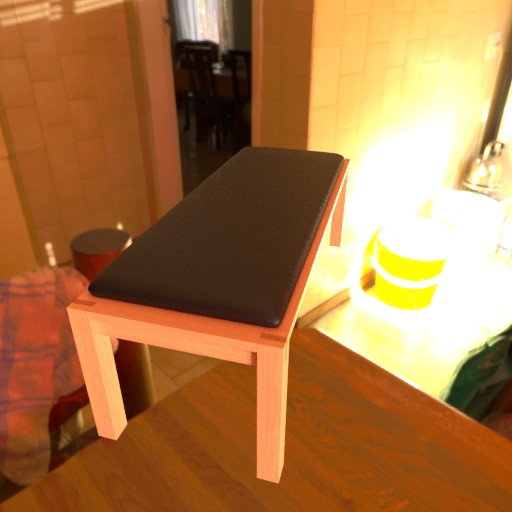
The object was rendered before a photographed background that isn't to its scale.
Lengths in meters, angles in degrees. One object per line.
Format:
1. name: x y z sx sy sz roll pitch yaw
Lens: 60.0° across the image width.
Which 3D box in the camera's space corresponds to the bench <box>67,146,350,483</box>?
1. bench: 0.000 0.000 1.425 0.450 0.430 1.202 8 30 14
